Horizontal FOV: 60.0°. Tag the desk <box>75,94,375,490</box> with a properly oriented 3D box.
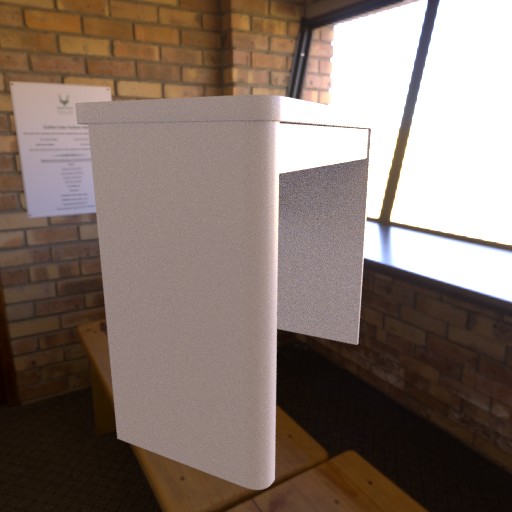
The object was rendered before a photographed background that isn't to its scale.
[{"bbox_3d":[0.000,0.000,1.219,0.446,0.760,0.790,7,17,25],"label":"desk"}]
